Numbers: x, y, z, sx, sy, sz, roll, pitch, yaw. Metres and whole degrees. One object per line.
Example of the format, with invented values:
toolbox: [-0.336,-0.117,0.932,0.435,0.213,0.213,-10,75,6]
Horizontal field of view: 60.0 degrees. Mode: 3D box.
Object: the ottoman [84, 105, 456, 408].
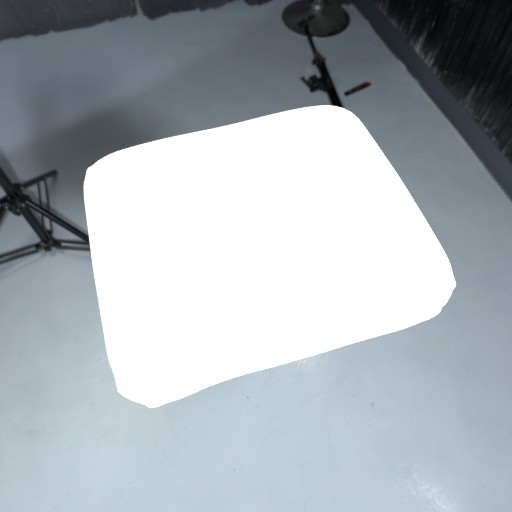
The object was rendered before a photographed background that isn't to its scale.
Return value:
ottoman: [0.000,0.000,1.131,0.747,0.450,0.622,-15,60,-9]
